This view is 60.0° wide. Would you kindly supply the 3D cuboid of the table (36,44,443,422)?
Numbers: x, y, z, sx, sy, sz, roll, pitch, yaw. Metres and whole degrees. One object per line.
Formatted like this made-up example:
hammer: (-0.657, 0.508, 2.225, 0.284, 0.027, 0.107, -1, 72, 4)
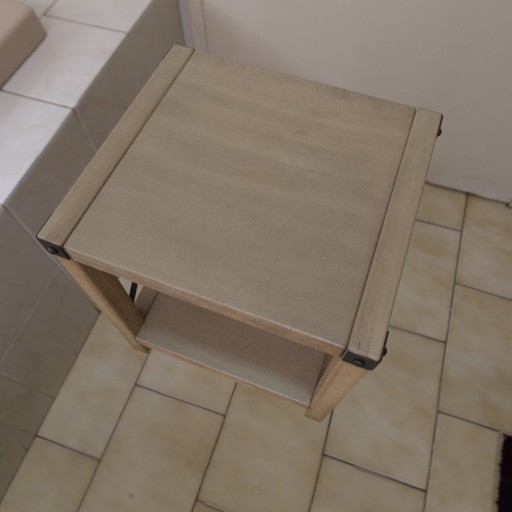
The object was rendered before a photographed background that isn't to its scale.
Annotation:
table: (0.000, 0.000, 0.923, 0.510, 0.561, 0.459, 19, 64, 10)
